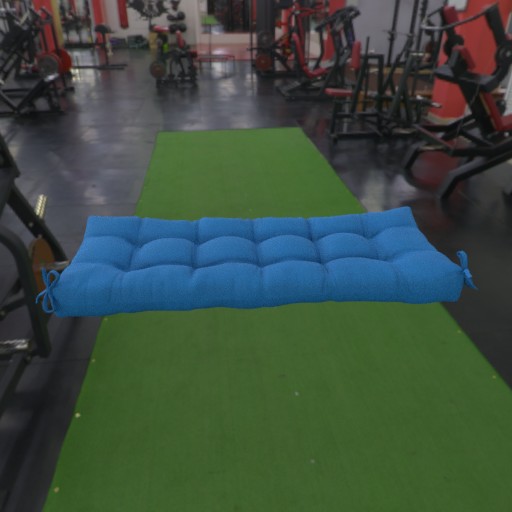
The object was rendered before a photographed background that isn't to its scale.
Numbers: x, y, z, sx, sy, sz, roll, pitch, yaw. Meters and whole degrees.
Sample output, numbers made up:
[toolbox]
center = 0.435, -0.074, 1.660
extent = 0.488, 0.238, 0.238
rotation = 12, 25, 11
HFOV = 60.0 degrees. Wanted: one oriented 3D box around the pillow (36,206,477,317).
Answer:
[pillow]
center = 0.000, 0.000, 1.340
extent = 1.194, 0.174, 0.511
rotation = -2, 30, -4
